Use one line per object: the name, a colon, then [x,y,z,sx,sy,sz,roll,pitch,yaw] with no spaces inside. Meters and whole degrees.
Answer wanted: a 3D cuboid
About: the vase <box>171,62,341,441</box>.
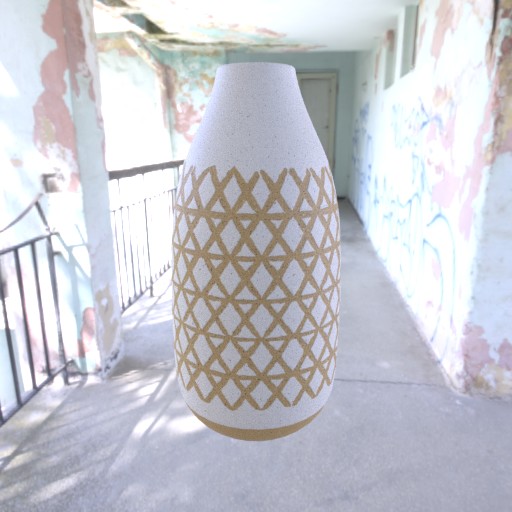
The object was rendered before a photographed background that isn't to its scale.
vase: [0.000,0.000,0.482,0.186,0.380,0.186,0,16,0]
